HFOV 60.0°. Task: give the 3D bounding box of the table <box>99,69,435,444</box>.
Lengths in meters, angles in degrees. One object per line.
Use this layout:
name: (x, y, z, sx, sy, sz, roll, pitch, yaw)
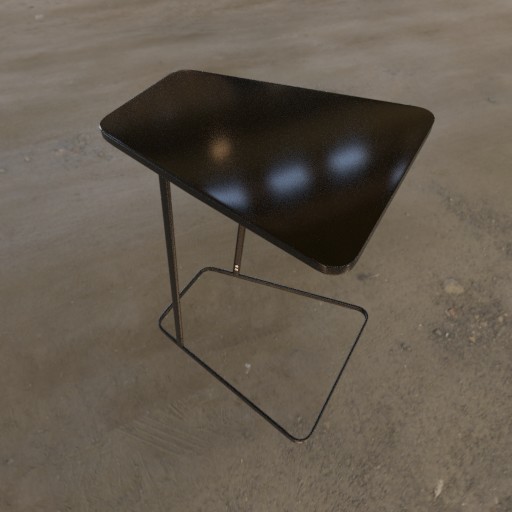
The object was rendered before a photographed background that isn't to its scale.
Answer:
table: (0.000, 0.000, 0.970, 0.500, 0.624, 0.427, 23, 52, 20)
